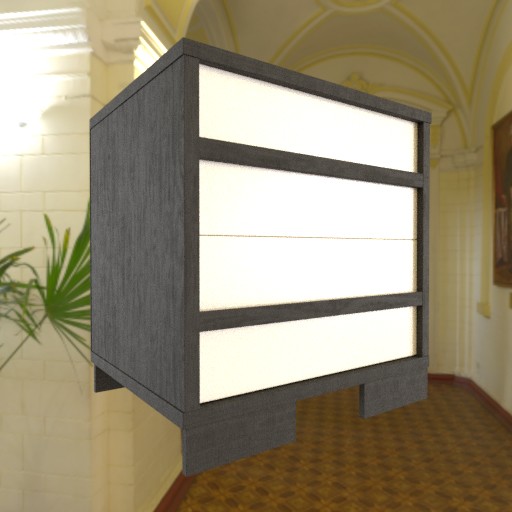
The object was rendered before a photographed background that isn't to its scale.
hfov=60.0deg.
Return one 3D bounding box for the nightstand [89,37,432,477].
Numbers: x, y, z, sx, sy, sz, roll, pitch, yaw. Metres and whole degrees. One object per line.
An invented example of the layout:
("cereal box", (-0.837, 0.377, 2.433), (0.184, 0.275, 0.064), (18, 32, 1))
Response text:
("nightstand", (0.000, 0.000, 0.713), (0.427, 0.448, 0.347), (-1, 1, -35))
